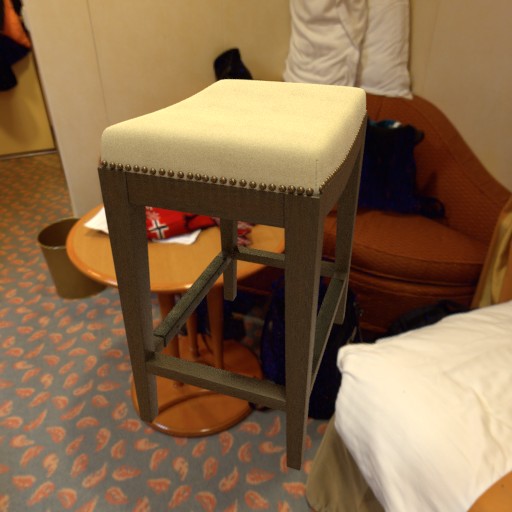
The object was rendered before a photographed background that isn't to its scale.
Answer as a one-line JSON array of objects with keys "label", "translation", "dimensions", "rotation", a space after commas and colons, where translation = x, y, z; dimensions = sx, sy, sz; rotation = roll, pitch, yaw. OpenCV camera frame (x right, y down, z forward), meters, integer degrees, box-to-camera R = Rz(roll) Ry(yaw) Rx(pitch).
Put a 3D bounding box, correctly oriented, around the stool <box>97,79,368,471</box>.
[{"label": "stool", "translation": [0.000, 0.000, 0.960], "dimensions": [0.361, 0.642, 0.500], "rotation": [10, 33, 17]}]
